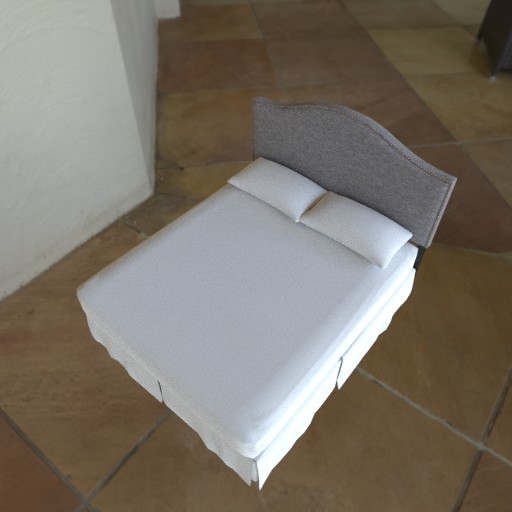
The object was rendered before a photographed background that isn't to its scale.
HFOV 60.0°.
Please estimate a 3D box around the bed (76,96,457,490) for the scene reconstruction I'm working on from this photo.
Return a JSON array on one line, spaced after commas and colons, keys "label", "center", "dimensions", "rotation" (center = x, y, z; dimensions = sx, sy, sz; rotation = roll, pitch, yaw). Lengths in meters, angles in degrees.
[{"label": "bed", "center": [0.000, 0.000, 2.853], "dimensions": [1.610, 1.295, 1.870], "rotation": [32, 54, 27]}]
